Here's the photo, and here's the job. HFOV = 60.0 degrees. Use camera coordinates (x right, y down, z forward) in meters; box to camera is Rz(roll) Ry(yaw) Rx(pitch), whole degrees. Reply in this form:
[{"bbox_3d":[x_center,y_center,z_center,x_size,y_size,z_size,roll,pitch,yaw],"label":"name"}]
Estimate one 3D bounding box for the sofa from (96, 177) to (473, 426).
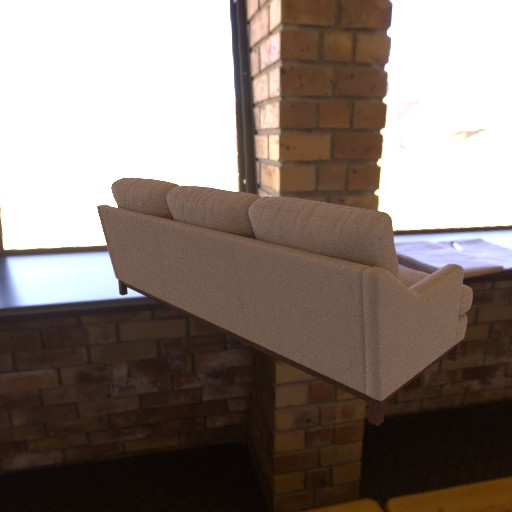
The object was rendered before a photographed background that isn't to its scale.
[{"bbox_3d":[0.000,0.000,2.798,1.000,0.913,2.321,-14,21,-42],"label":"sofa"}]
